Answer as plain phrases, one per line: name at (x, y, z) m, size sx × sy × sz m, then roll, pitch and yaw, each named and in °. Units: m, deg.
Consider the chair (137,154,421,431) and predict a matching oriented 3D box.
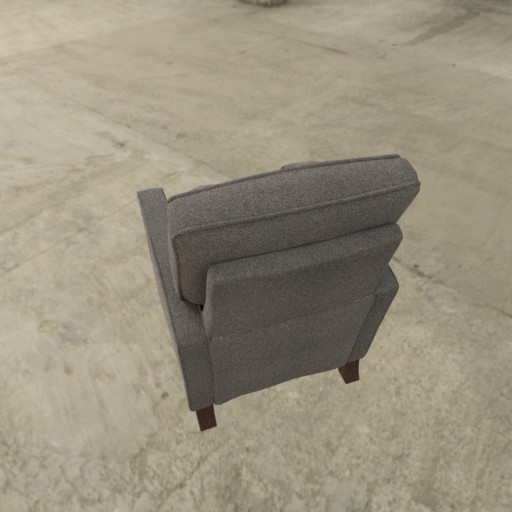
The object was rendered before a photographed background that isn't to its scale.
chair at (0.000, 0.000, 1.446) m, size 0.650 × 0.889 × 0.775 m, roll -13°, pitch 42°, yaw -15°
